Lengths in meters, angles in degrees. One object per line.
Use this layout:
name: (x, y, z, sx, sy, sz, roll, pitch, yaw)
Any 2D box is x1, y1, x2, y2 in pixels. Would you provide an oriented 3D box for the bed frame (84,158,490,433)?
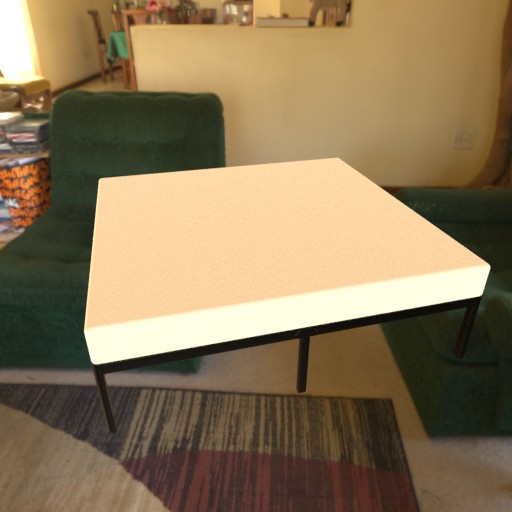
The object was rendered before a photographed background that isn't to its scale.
bed frame: (0.000, 0.000, 3.091, 2.079, 0.659, 1.963, -8, 31, -13)
